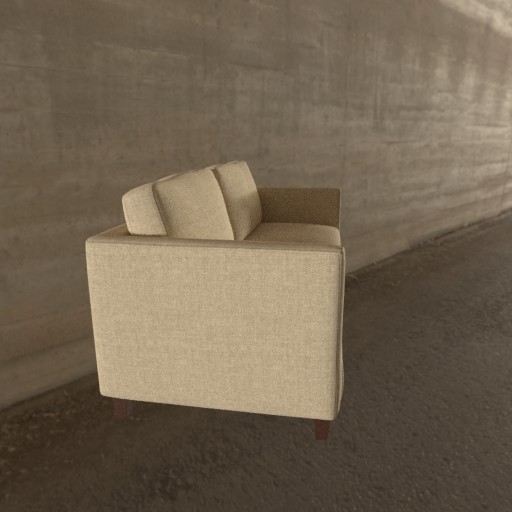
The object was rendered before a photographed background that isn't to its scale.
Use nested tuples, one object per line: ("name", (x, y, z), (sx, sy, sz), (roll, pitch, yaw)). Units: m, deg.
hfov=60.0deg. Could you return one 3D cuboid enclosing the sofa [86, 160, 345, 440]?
("sofa", (0.000, 0.000, 2.444), (0.950, 0.963, 1.884), (3, 15, 10))
